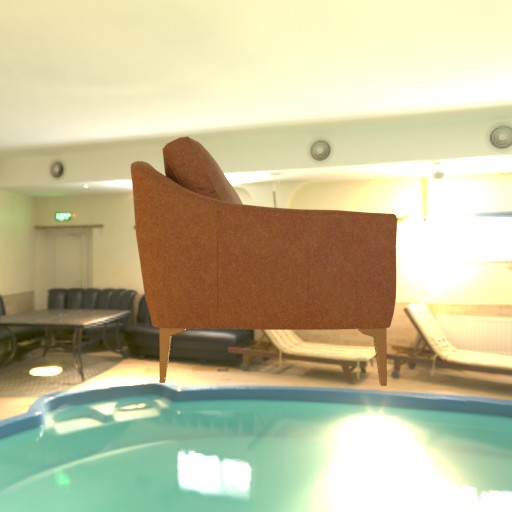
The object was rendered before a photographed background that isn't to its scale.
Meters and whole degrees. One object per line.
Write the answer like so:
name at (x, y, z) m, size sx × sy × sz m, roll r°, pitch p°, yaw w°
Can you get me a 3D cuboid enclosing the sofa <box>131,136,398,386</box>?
sofa at (0.000, 0.000, 2.564) m, size 0.981 × 0.945 × 2.036 m, roll 0°, pitch 0°, yaw -1°
